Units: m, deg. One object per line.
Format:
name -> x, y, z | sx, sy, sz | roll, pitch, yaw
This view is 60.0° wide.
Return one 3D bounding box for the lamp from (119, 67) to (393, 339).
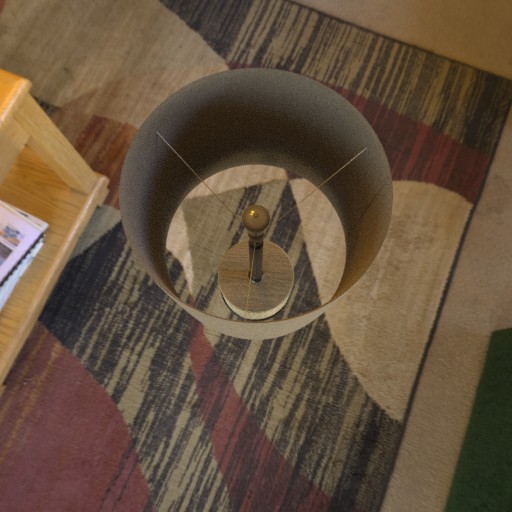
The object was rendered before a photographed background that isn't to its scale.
lamp -> 0.000, 0.000, 0.595 | 0.229, 0.470, 0.229 | 5, 76, 1
